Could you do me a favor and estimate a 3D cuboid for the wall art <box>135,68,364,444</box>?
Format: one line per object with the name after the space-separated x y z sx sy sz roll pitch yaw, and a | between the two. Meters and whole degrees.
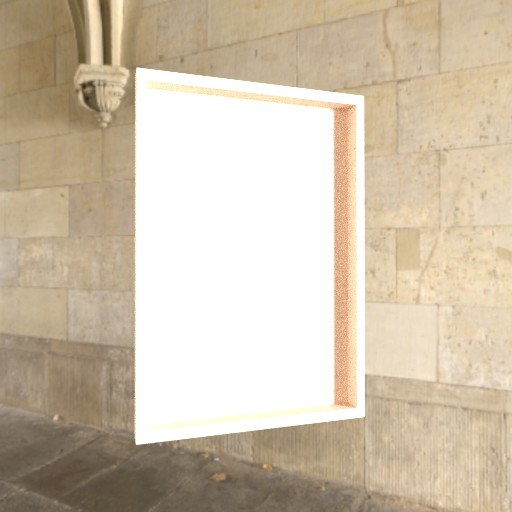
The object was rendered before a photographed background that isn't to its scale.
0.000 0.000 0.796 0.418 0.608 0.038 0 0 -17 | wall art
